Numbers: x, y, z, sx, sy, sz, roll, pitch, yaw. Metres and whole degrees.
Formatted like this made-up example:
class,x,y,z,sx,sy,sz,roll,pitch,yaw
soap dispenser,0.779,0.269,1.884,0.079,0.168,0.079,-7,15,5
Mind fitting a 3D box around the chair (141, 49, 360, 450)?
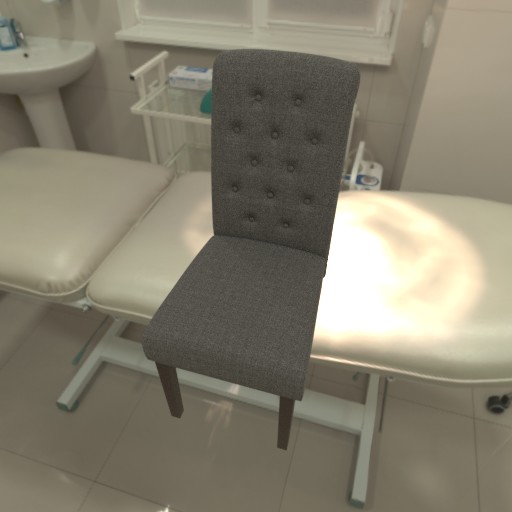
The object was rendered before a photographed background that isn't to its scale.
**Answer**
class,x,y,z,sx,sy,sz,roll,pitch,yaw
chair,0.000,0.000,1.342,0.456,1.006,0.671,12,43,13
